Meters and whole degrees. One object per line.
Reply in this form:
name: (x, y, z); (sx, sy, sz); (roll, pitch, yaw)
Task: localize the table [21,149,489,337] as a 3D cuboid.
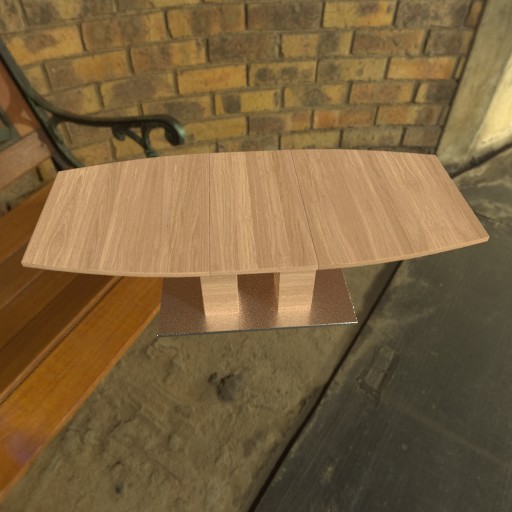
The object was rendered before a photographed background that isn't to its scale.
table: (0.000, 0.000, 2.416); (2.032, 0.750, 0.900); (-3, 45, -3)
